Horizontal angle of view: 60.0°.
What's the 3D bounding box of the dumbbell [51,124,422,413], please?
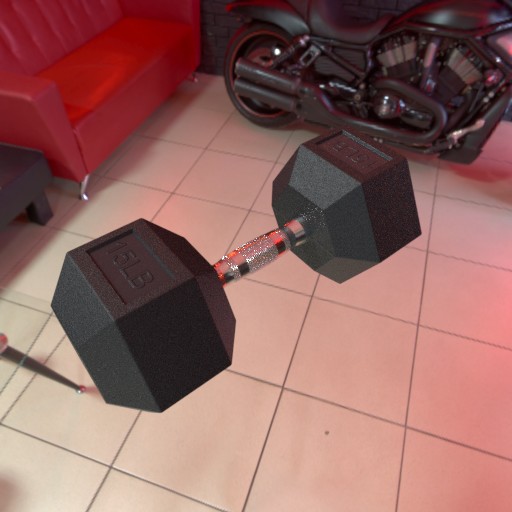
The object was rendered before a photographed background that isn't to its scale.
[{"bbox_3d":[0.000,0.000,0.325,0.271,0.106,0.122,-30,53,-25],"label":"dumbbell"}]
